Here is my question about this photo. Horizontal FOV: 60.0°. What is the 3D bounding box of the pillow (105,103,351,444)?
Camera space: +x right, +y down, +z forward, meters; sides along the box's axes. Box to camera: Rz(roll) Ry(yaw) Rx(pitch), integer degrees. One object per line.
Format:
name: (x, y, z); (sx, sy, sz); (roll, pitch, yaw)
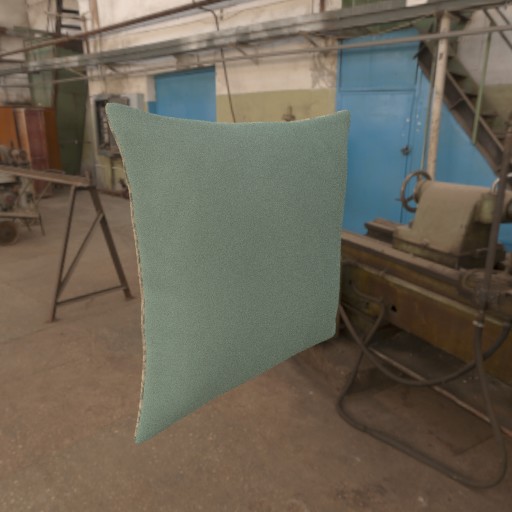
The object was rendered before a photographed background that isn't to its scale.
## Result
pillow: (0.000, 0.000, 0.794); (0.526, 0.507, 0.166); (-16, 23, -42)
